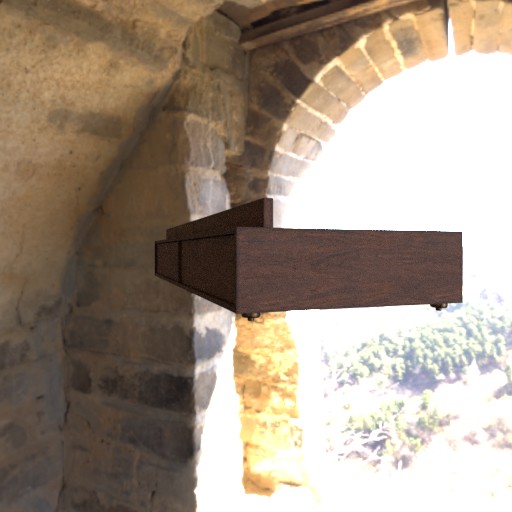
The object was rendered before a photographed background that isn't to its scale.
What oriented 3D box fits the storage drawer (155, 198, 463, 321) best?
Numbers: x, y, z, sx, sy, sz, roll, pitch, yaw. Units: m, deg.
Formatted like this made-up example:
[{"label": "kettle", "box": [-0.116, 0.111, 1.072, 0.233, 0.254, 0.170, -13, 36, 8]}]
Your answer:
[{"label": "storage drawer", "box": [0.000, 0.000, 2.195, 0.774, 0.339, 1.914, 0, 1, -19]}]
